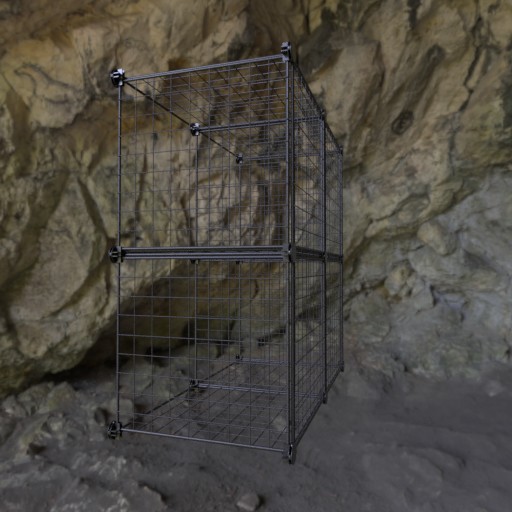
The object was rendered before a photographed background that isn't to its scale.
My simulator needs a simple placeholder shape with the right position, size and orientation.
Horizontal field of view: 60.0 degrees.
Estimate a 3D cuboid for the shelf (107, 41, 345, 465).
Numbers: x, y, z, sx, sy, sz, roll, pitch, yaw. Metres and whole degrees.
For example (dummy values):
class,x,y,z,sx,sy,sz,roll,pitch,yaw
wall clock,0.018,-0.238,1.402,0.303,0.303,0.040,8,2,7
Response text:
class,x,y,z,sx,sy,sz,roll,pitch,yaw
shelf,0.000,0.000,1.123,0.356,0.711,0.711,0,-1,18
